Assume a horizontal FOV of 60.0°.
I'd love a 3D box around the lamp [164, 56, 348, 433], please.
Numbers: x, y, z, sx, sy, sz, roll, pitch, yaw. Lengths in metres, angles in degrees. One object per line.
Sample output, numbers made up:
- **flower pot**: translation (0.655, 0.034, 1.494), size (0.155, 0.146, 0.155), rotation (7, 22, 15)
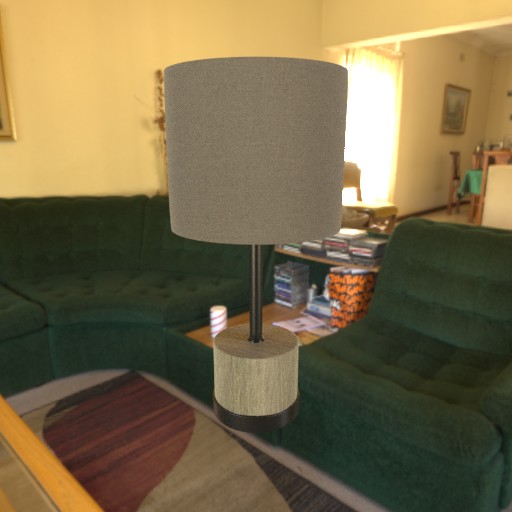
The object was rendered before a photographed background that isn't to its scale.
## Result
- **lamp**: translation (0.000, 0.000, 0.612), size (0.229, 0.470, 0.229), rotation (7, 16, 25)
